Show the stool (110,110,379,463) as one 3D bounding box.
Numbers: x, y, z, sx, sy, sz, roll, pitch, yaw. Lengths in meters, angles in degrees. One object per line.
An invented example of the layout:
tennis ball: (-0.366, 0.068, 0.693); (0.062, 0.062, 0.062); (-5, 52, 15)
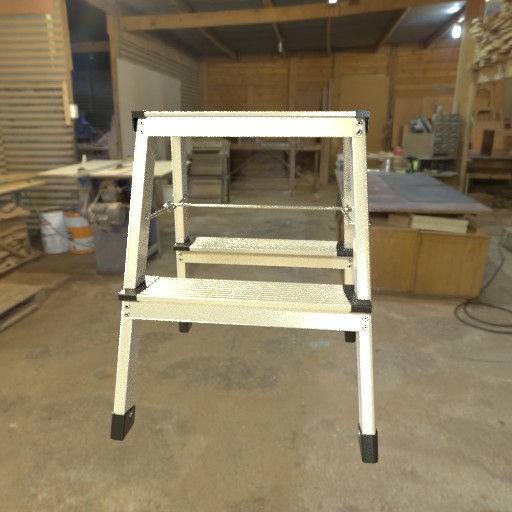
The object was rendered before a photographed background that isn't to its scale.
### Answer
stool: (0.000, 0.000, 0.774); (0.404, 0.480, 0.405); (2, 17, 7)
